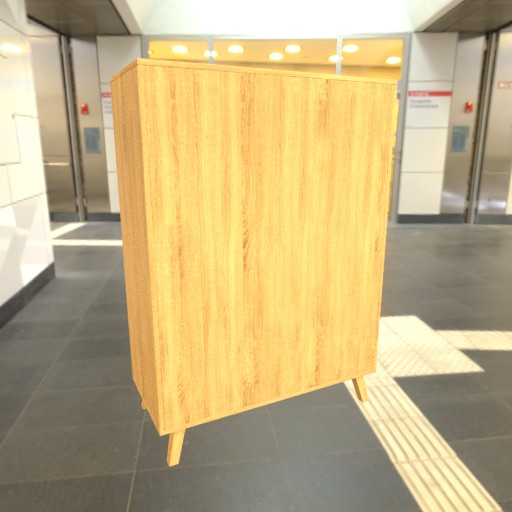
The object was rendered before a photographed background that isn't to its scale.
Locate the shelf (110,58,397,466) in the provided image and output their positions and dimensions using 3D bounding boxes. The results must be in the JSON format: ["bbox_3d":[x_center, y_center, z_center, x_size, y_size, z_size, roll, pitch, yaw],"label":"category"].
[{"bbox_3d":[0.000,0.000,1.858,1.000,1.390,0.450,-7,16,-26],"label":"shelf"}]
